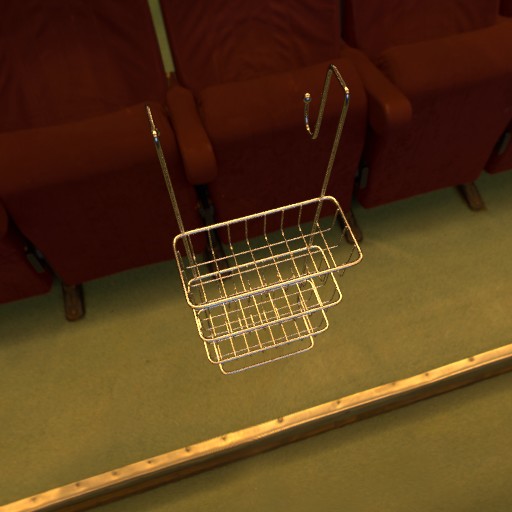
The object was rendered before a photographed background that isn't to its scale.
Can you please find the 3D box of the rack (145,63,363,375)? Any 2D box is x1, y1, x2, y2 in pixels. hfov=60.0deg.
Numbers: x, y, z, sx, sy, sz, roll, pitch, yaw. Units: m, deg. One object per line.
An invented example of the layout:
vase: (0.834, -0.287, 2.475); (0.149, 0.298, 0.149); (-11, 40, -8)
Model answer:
rack: (0.000, 0.000, 0.674); (0.228, 0.574, 0.202); (-15, 63, -8)
